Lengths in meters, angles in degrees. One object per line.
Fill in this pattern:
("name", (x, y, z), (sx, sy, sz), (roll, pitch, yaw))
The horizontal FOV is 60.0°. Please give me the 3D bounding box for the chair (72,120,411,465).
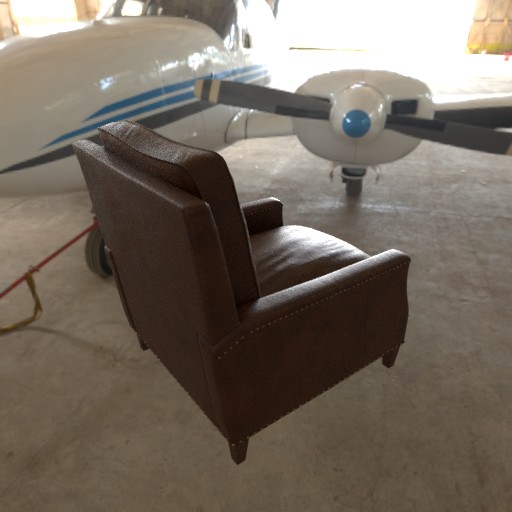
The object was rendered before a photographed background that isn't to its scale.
("chair", (0.000, 0.000, 1.771), (1.035, 1.054, 0.854), (-19, 32, -32))
